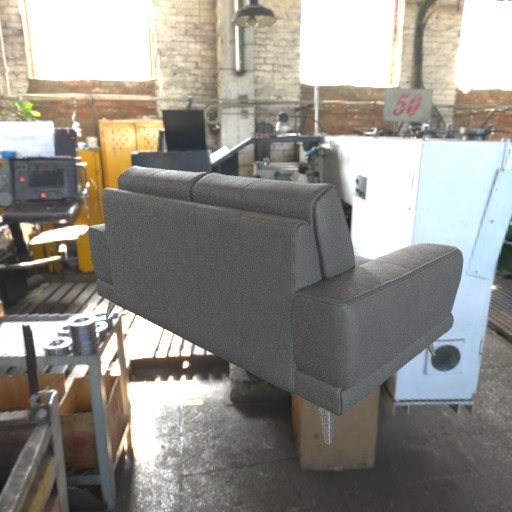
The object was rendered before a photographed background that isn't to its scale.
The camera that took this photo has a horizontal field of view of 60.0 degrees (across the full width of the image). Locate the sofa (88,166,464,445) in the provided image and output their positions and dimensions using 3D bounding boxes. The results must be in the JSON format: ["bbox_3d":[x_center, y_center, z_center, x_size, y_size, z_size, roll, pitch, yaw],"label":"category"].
[{"bbox_3d":[0.000,0.000,2.342,1.806,0.907,1.018,14,21,42],"label":"sofa"}]
